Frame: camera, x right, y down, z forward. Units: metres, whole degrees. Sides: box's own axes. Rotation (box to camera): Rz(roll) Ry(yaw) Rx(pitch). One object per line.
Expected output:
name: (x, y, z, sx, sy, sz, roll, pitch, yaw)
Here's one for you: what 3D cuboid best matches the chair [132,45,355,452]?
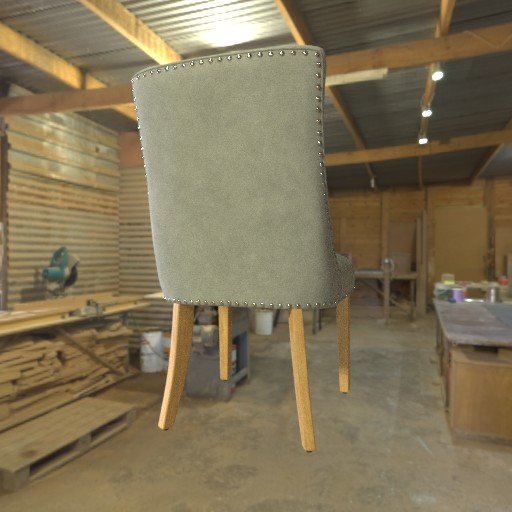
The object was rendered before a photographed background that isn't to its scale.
chair: (0.000, 0.000, 1.249, 0.495, 0.902, 0.610, 0, 1, 19)
